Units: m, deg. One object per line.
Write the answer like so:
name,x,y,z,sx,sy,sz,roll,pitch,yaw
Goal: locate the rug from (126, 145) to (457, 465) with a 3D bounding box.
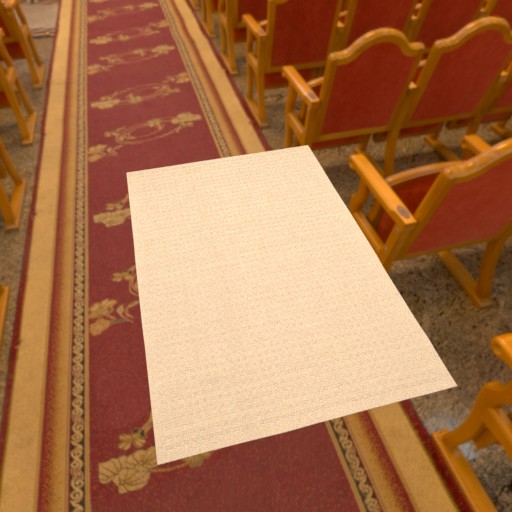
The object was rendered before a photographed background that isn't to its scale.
rug,0.000,0.000,2.883,1.523,0.006,2.289,-11,47,-10
